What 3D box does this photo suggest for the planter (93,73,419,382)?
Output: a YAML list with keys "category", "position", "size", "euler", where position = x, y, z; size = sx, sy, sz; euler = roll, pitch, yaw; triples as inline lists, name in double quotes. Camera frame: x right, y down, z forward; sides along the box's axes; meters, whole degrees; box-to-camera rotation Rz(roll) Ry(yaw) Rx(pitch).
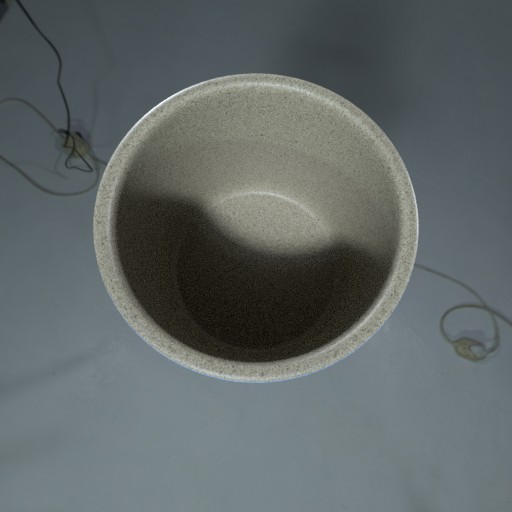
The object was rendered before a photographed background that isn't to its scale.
- category: "planter"
  position: [0.000, 0.000, 0.355]
  size: [0.191, 0.200, 0.191]
  euler: [0, 75, 0]
